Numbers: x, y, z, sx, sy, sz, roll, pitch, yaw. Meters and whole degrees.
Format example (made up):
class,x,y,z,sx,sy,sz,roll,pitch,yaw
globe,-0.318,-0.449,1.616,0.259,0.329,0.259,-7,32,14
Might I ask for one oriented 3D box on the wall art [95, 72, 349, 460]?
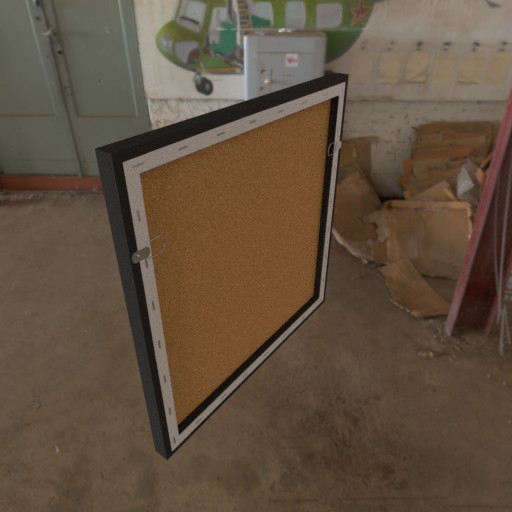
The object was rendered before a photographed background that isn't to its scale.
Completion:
class,x,y,z,sx,sy,sz,roll,pitch,yaw
wall art,0.000,0.000,1.121,0.044,0.758,0.758,22,39,30
